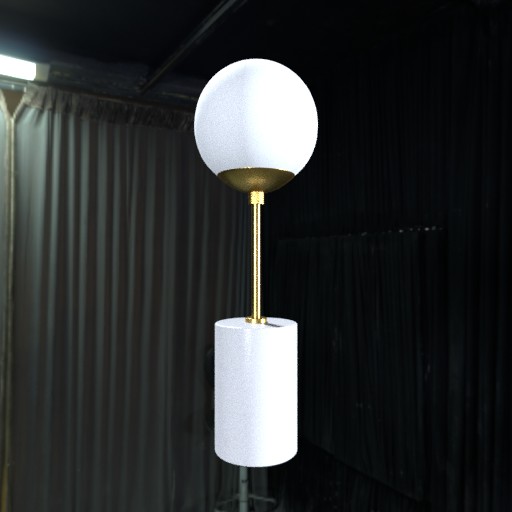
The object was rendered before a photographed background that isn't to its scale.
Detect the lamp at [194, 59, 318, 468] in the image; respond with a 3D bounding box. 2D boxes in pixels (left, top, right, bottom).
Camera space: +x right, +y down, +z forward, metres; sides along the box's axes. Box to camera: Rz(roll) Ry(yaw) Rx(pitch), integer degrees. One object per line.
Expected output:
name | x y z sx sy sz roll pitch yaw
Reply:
lamp | 0.000 0.000 0.554 0.153 0.480 0.153 0 -1 0
